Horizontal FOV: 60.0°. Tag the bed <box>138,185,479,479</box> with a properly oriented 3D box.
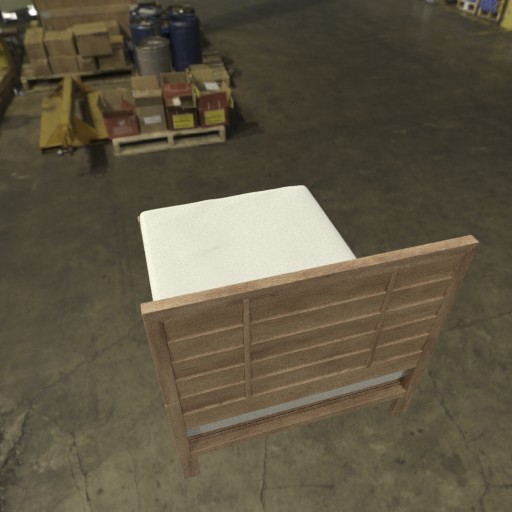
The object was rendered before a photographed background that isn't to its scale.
[{"bbox_3d":[0.000,0.000,3.311,1.626,1.626,2.197,-11,43,-12],"label":"bed"}]
